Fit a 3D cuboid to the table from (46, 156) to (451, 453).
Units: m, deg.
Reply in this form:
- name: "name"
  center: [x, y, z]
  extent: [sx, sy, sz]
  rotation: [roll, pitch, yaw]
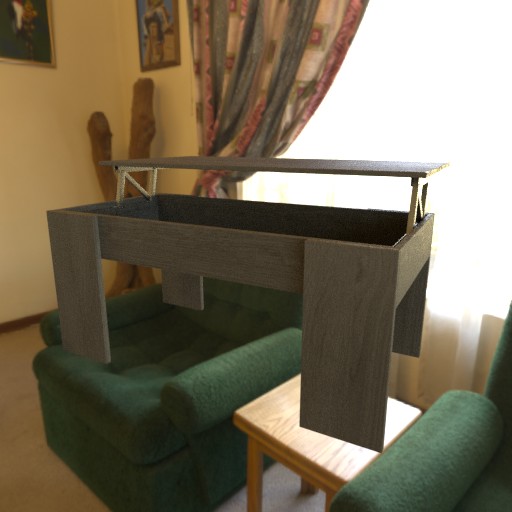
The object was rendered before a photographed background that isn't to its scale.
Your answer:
- name: "table"
  center: [0.000, 0.000, 1.389]
  extent: [1.000, 0.570, 0.711]
  rotation: [8, 17, 27]
